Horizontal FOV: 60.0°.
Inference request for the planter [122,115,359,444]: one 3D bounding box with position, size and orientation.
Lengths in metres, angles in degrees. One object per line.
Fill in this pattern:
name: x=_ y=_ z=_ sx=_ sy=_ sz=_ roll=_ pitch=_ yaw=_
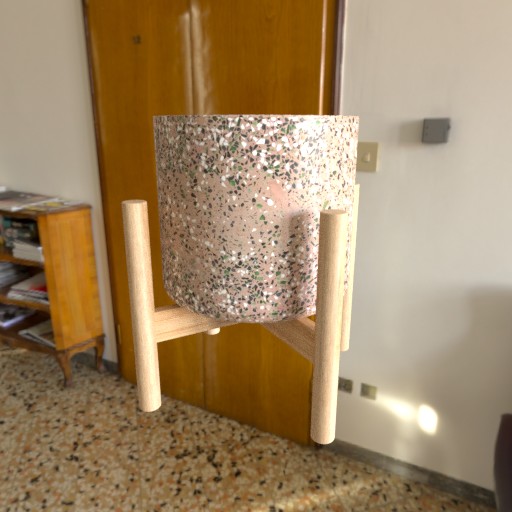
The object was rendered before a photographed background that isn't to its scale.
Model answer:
planter: x=0.000 y=0.000 z=0.534 sx=0.284 sy=0.320 sz=0.284 roll=-2 pitch=17 yaw=-7
